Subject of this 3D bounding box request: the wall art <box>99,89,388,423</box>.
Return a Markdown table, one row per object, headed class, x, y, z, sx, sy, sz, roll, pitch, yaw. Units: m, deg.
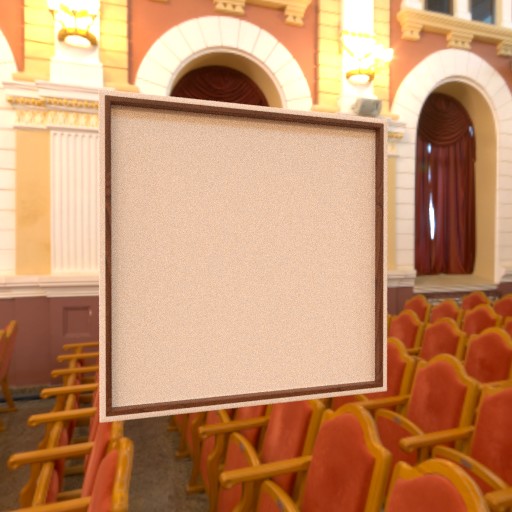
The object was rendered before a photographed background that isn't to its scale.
| class | x | y | z | sx | sy | sz | roll | pitch | yaw |
| --- | --- | --- | --- | --- | --- | --- | --- | --- | --- |
| wall art | 0.000 | 0.000 | 1.135 | 0.757 | 0.757 | 0.037 | 0 | 1 | -18 |
